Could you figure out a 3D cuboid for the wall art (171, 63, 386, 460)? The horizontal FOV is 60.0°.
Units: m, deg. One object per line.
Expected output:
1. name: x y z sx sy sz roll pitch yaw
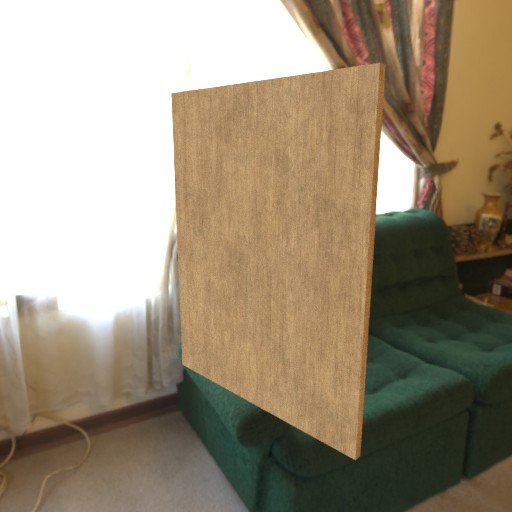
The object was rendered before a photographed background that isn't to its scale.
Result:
1. wall art: 0.000 0.000 0.928 0.534 0.686 0.018 13 19 43
